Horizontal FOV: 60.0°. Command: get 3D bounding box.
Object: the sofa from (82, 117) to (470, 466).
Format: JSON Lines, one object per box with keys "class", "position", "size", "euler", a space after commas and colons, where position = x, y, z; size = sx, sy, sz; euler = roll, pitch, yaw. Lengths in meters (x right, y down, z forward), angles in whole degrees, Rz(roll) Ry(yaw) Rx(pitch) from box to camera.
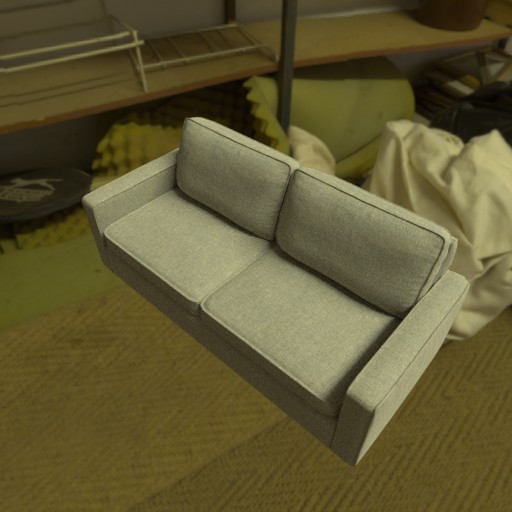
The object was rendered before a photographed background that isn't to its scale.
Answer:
{"class": "sofa", "position": [0.000, 0.000, 2.534], "size": [2.078, 0.918, 0.945], "euler": [32, 52, 29]}
